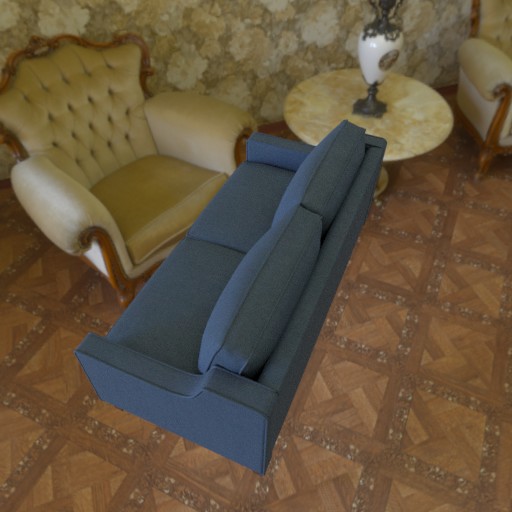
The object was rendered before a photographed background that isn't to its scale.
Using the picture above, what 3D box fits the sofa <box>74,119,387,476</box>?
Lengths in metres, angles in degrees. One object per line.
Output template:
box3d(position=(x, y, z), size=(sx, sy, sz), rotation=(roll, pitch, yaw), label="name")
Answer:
box3d(position=(0.000, 0.000, 2.828), size=(1.066, 1.071, 2.178), rotation=(18, 49, 16), label="sofa")
